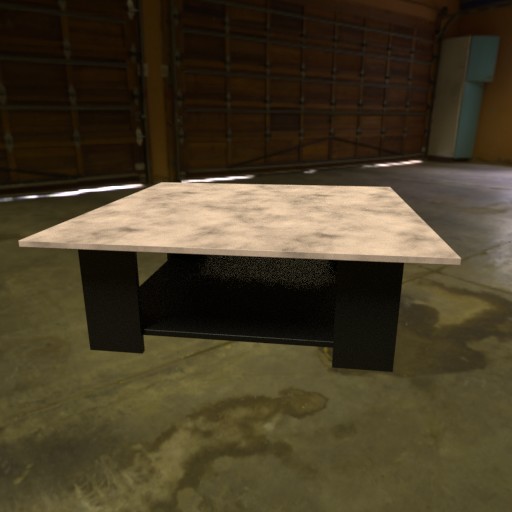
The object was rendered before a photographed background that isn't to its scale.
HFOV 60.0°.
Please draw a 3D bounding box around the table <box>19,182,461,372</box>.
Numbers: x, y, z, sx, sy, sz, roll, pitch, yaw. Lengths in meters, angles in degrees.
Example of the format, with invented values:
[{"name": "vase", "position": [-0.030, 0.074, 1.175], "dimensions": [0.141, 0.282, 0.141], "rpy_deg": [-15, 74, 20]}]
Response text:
[{"name": "table", "position": [0.000, 0.000, 1.343], "dimensions": [0.890, 0.305, 0.890], "rpy_deg": [2, 17, 8]}]
